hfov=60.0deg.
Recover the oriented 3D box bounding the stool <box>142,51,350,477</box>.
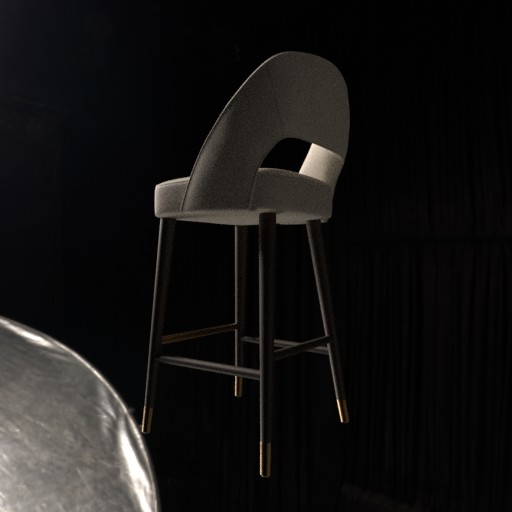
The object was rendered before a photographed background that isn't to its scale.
[{"bbox_3d":[0.000,0.000,1.331,0.509,1.037,0.494,0,0,37],"label":"stool"}]
